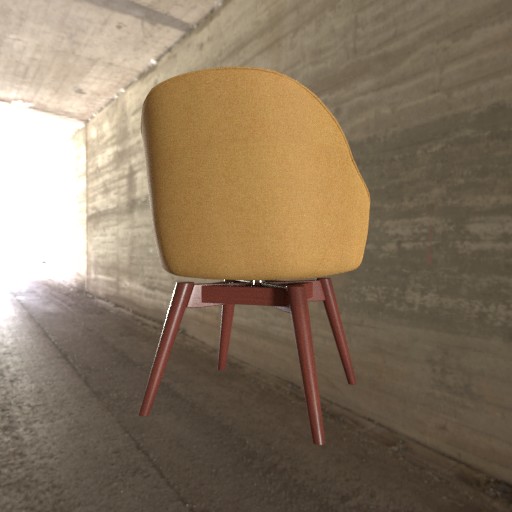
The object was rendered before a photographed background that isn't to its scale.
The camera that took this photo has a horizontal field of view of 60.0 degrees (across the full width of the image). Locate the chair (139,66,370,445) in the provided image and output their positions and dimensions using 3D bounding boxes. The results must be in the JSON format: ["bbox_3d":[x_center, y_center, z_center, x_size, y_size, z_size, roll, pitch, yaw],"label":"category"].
[{"bbox_3d":[0.000,0.000,1.257,0.596,0.823,0.635,0,1,21],"label":"chair"}]
